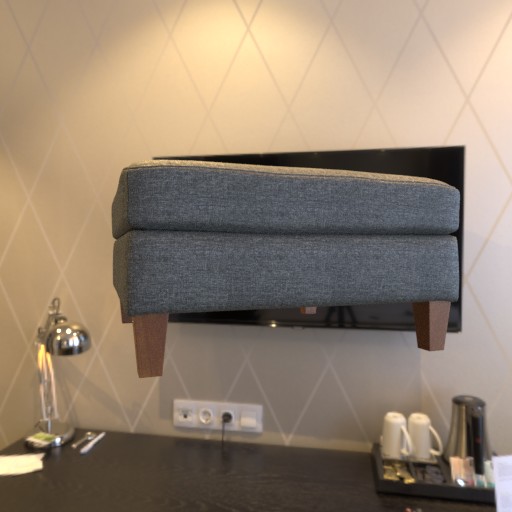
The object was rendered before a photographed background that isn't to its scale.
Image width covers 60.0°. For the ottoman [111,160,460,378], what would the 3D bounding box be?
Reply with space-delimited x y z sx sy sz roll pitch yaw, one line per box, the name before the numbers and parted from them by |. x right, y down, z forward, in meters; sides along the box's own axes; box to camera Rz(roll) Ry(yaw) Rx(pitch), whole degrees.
ottoman | 0.000 0.000 1.376 0.838 0.481 0.838 0 1 -20
